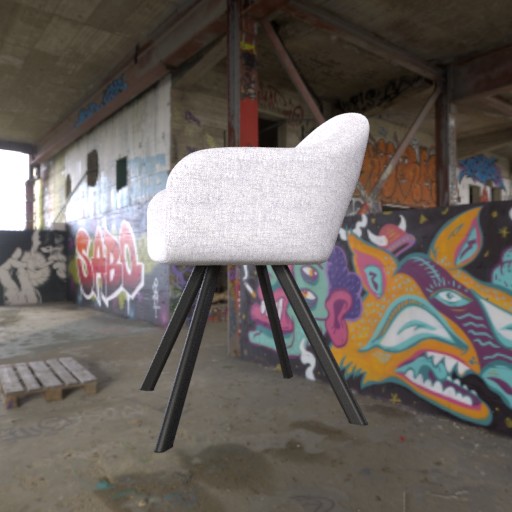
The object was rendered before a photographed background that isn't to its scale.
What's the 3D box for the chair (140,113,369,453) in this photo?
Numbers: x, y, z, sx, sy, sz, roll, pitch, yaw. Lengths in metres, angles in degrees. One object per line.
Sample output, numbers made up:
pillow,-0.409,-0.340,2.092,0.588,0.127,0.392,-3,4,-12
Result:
chair,0.000,0.000,1.180,0.570,0.780,0.540,0,-1,-18
